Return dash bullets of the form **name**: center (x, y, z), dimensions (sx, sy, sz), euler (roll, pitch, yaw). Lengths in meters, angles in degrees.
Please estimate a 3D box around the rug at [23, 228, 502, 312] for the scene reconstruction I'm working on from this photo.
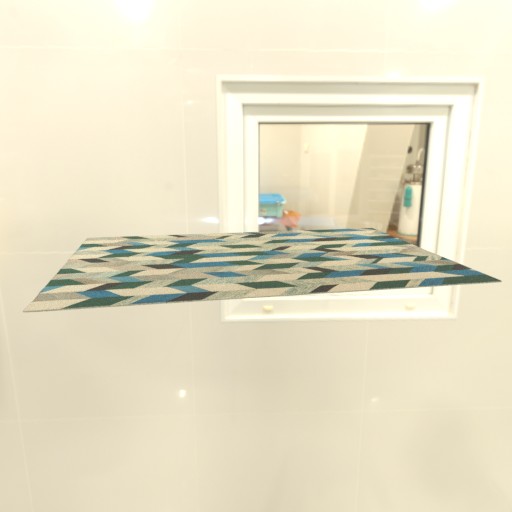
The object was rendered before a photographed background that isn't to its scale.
- **rug**: center (0.000, 0.000, 2.232), dimensions (1.827, 0.005, 1.229), euler (-3, 14, -10)
